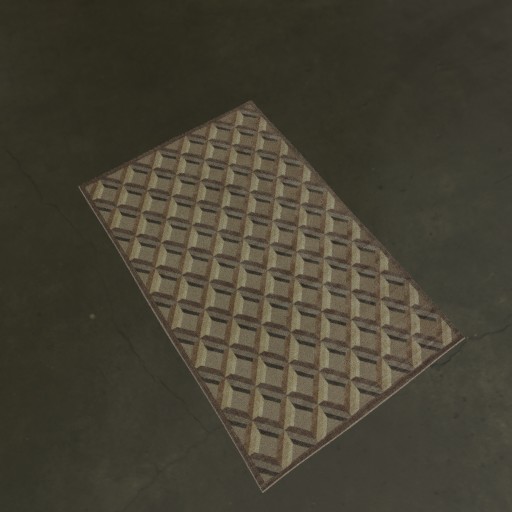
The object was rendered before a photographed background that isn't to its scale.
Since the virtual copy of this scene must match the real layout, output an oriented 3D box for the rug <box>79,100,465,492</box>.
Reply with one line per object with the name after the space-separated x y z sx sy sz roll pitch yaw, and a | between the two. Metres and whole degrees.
0.000 0.000 2.095 1.066 0.011 1.677 -31 68 -14 | rug
